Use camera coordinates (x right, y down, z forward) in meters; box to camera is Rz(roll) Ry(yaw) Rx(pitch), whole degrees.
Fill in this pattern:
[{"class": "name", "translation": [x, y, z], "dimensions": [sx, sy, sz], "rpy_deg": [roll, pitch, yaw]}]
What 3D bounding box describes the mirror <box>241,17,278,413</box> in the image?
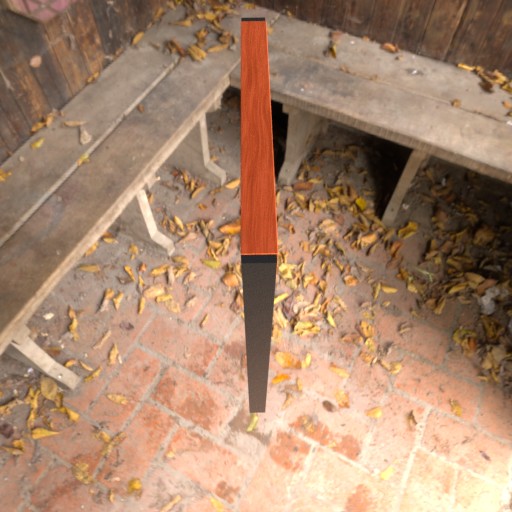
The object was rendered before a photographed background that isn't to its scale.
[{"class": "mirror", "translation": [0.000, 0.000, 1.028], "dimensions": [0.047, 0.823, 0.525], "rpy_deg": [-1, 58, -1]}]
